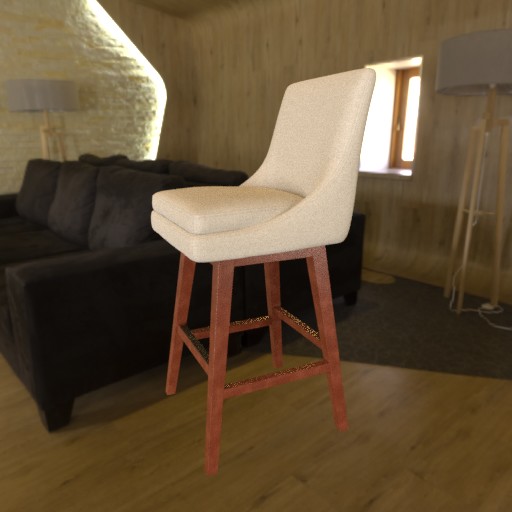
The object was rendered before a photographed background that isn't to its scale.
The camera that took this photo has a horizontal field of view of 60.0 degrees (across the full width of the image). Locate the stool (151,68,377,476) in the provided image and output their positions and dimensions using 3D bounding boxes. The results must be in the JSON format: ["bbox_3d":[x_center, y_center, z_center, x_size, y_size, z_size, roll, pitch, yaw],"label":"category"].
[{"bbox_3d":[0.000,0.000,1.400,0.559,1.092,0.470,-7,16,-24],"label":"stool"}]
